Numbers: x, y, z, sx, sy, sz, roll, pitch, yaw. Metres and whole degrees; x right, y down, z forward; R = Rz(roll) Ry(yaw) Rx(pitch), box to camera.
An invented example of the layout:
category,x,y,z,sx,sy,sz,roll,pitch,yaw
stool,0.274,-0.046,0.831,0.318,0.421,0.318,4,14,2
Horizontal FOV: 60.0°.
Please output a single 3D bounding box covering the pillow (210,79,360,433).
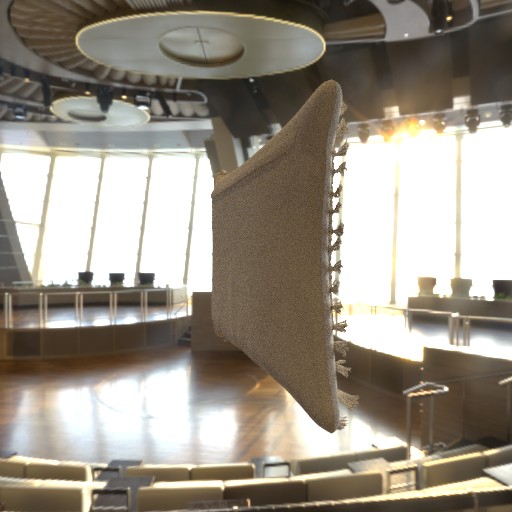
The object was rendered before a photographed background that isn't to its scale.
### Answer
category,x,y,z,sx,sy,sz,roll,pitch,yaw
pillow,0.000,0.000,0.591,0.084,0.305,0.466,0,0,-17
